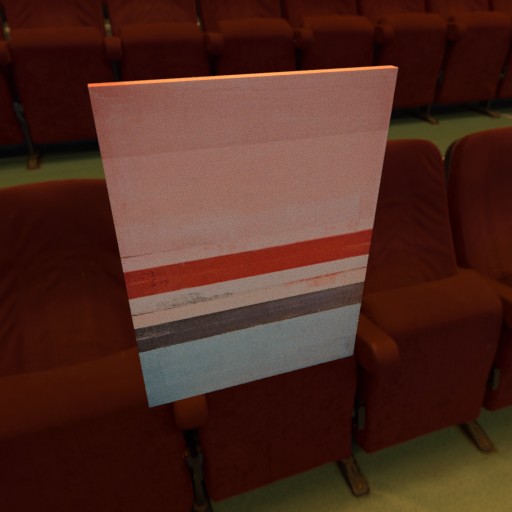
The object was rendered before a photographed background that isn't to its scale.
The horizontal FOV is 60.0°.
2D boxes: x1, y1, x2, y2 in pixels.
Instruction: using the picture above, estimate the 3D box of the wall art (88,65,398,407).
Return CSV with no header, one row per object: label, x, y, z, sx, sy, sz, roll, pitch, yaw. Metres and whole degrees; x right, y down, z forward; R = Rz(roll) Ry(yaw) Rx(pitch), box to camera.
wall art,0.000,0.000,1.324,0.761,1.016,0.039,-10,33,-16
